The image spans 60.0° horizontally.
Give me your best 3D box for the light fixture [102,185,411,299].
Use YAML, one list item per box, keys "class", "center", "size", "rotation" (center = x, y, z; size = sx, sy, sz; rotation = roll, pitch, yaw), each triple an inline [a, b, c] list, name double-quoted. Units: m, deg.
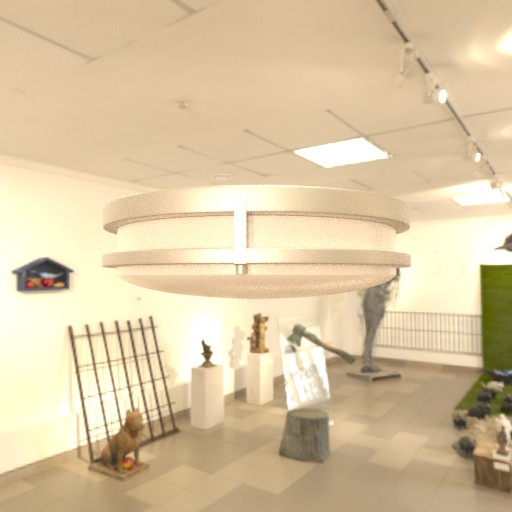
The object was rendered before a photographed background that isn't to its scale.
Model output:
- class: "light fixture"
  center: [0.000, 0.000, 0.539]
  size: [0.356, 0.102, 0.356]
  rotation: [0, -3, 0]
